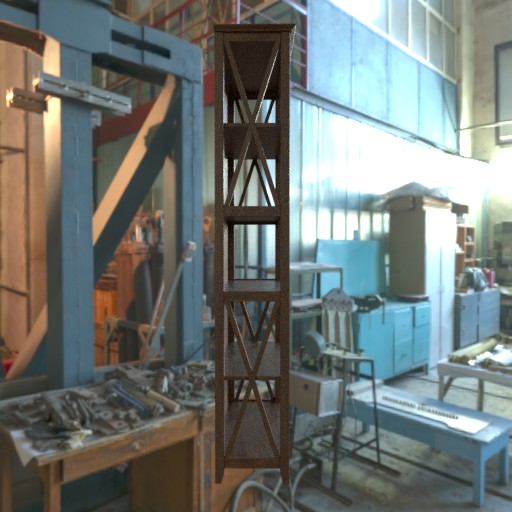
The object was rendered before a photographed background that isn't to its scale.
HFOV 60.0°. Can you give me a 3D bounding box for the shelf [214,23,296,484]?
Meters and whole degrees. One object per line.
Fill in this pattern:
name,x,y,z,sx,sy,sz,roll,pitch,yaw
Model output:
shelf,0.000,0.000,2.221,0.335,1.905,0.805,0,1,1
